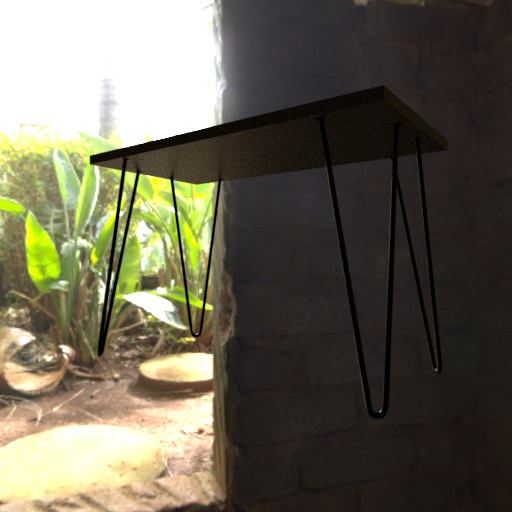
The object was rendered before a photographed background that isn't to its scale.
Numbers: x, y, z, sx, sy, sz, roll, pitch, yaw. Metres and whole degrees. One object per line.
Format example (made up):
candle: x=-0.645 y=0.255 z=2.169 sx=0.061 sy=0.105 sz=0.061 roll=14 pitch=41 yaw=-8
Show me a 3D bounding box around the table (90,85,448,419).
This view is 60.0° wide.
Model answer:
table: x=0.000 y=0.000 z=1.357 sx=0.991 sy=0.660 sz=0.499 roll=0 pitch=0 yaw=37
